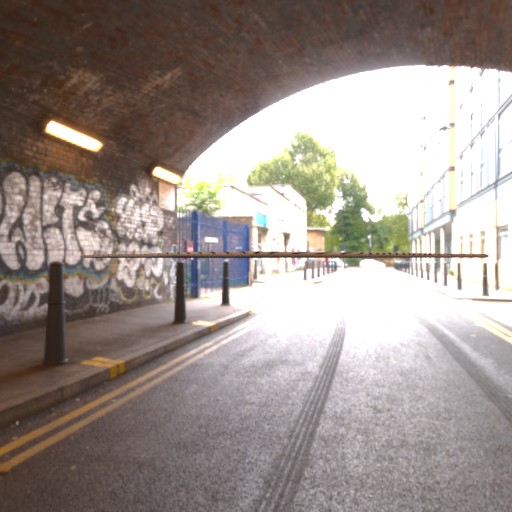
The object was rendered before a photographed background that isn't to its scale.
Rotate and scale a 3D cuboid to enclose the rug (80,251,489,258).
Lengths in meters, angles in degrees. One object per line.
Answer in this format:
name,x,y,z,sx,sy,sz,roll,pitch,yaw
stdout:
rug,0.000,0.000,3.213,1.829,0.028,2.449,0,0,-36
